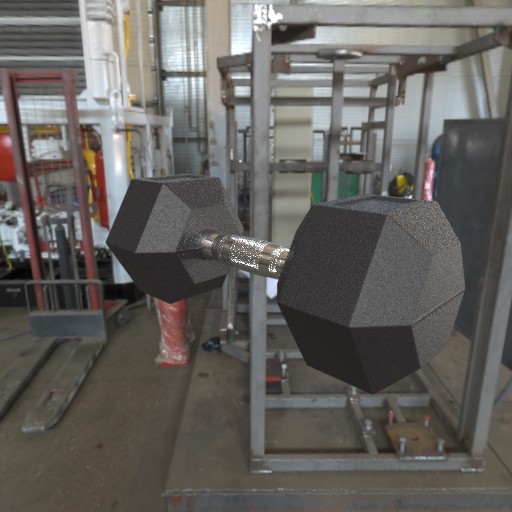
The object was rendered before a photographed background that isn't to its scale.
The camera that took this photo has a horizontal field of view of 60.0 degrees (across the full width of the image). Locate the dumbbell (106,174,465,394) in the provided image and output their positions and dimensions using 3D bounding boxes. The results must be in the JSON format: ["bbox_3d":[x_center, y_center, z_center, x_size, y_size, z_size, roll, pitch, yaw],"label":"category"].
[{"bbox_3d":[0.000,0.000,0.402,0.337,0.123,0.142,15,22,42],"label":"dumbbell"}]
